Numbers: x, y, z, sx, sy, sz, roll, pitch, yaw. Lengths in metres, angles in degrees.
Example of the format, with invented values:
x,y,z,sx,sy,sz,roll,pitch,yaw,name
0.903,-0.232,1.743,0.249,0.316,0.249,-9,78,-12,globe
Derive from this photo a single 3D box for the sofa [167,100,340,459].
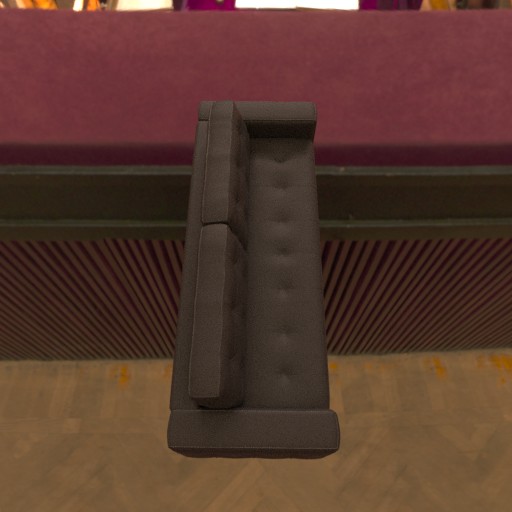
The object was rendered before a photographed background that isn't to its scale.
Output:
x,y,z,sx,sy,sz,roll,pitch,yaw,name
0.000,0.000,2.751,0.833,0.893,2.275,1,63,0,sofa
